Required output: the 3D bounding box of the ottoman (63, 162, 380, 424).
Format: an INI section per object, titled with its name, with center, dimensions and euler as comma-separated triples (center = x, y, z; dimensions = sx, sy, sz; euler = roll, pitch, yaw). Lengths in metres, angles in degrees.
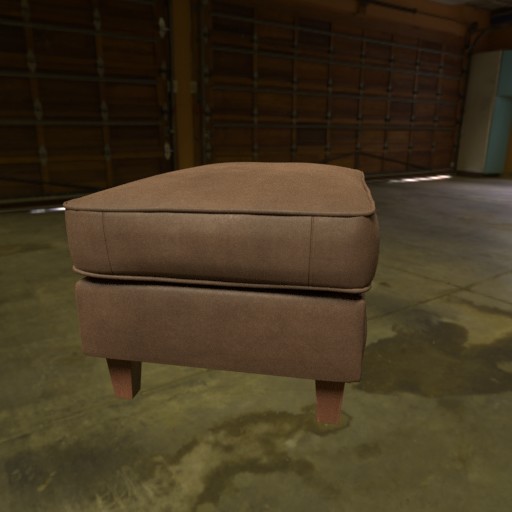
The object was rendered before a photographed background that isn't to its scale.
[ottoman]
center = 0.000, 0.000, 1.211
dimensions = 0.596, 0.481, 0.860
euler = 3, 16, 11
